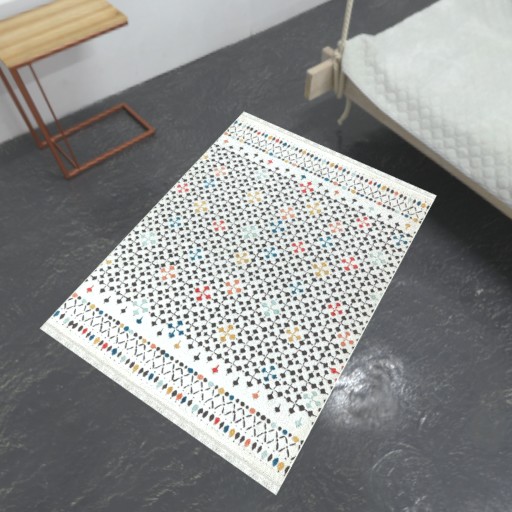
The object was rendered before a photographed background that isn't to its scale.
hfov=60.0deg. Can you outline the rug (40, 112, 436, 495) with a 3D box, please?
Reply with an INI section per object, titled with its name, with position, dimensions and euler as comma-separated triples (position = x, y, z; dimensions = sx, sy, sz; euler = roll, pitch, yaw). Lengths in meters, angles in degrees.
[rug]
position = 0.000, 0.000, 4.165
dimensions = 2.354, 0.007, 3.196
euler = 28, 63, 16
